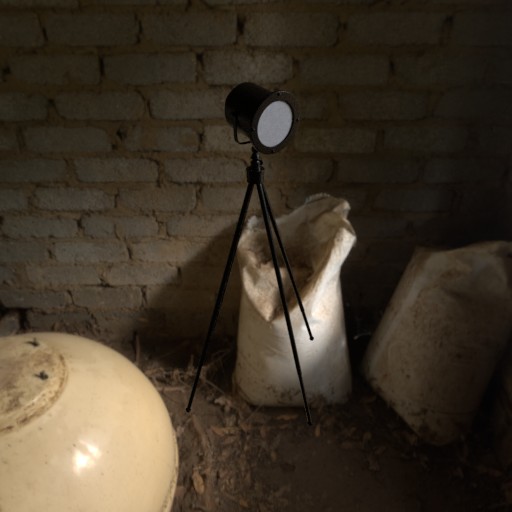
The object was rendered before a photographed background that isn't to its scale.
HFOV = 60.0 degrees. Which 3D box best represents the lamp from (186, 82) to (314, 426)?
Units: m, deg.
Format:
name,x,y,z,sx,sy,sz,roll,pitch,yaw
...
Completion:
name,x,y,z,sx,sy,sz,roll,pitch,yaw
lamp,0.000,0.000,2.052,0.879,1.504,0.884,-22,37,-32
